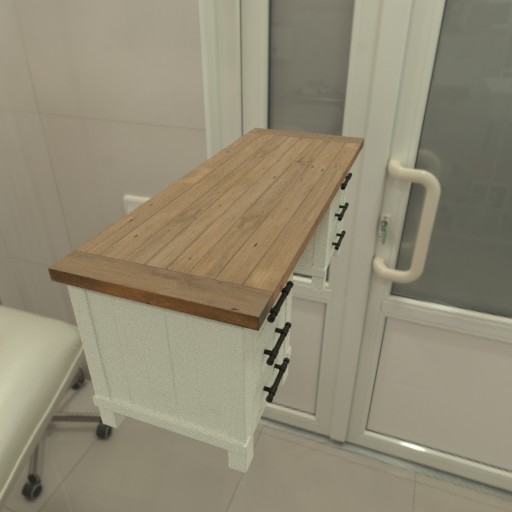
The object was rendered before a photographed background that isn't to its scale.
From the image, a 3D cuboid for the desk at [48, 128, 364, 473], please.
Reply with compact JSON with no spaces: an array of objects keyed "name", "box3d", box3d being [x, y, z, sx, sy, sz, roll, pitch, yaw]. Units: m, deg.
[{"name":"desk","box3d":[0.000,0.000,2.176,0.688,0.760,1.803,11,32,18]}]
